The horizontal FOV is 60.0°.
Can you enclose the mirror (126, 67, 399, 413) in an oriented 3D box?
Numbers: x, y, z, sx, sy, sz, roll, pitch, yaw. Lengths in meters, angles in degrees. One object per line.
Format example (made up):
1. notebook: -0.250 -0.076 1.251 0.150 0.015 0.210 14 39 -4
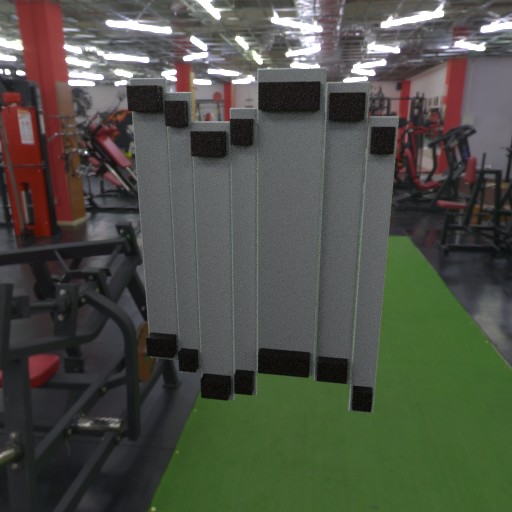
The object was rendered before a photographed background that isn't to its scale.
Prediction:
1. mirror: 0.000 0.000 0.782 0.445 0.611 0.058 3 17 9
